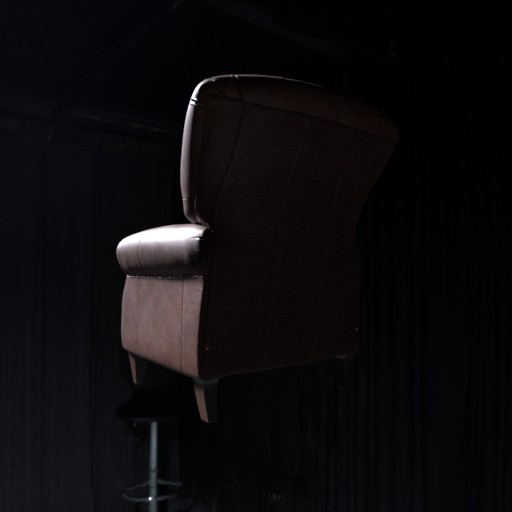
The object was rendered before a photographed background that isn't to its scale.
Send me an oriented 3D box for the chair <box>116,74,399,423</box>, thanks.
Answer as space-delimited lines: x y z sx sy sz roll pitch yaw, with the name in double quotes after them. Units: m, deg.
0.000 0.000 1.917 0.979 1.162 1.031 1 -2 -37 "chair"
